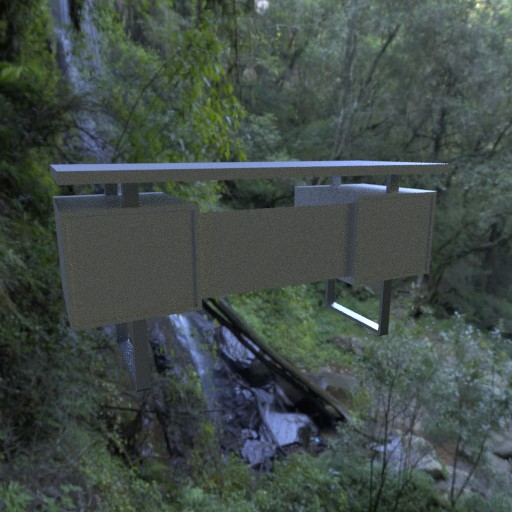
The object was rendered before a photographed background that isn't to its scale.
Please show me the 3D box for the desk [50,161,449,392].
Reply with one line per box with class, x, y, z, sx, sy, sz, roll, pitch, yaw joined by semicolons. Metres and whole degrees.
desk;0.000;0.000;1.908;1.530;0.773;0.603;-6;15;-25
